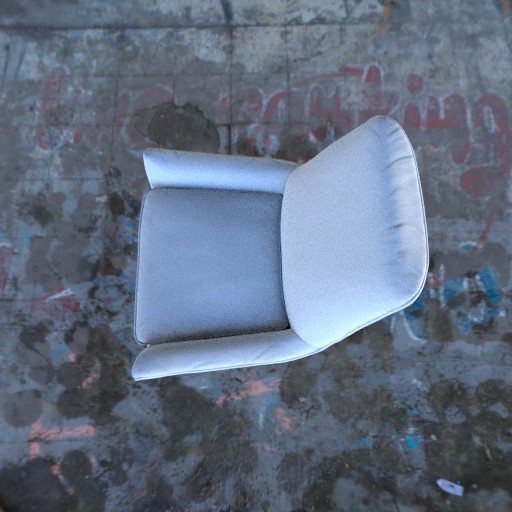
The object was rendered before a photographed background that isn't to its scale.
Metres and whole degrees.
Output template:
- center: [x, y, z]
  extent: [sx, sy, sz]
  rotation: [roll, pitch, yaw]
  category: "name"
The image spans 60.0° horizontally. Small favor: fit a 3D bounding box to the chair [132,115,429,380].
- center: [0.000, 0.000, 1.487]
  extent: [0.822, 0.888, 0.787]
  rotation: [-1, 74, 0]
  category: "chair"
